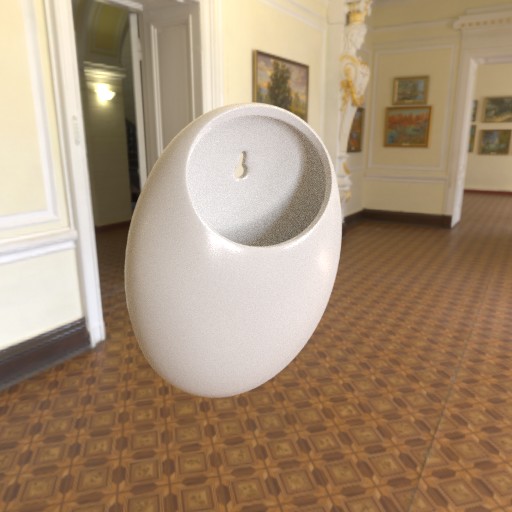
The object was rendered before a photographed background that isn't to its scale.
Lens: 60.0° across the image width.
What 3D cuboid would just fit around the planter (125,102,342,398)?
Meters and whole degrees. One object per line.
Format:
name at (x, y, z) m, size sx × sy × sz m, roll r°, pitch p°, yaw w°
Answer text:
planter at (0.000, 0.000, 0.286) m, size 0.043 × 0.188 × 0.185 m, roll 14°, pitch 20°, yaw 43°
